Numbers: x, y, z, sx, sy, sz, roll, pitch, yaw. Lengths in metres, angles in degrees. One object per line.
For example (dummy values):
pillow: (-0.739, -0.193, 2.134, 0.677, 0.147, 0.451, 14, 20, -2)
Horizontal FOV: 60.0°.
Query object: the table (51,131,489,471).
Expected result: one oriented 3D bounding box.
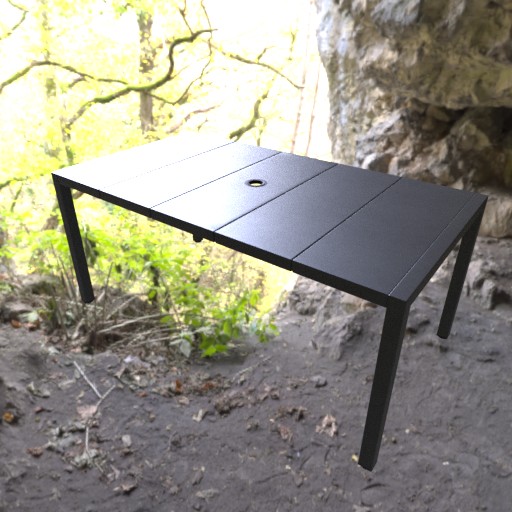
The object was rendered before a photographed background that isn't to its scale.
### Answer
table: (0.000, 0.000, 2.102, 1.680, 0.735, 0.914, 21, 36, 31)
